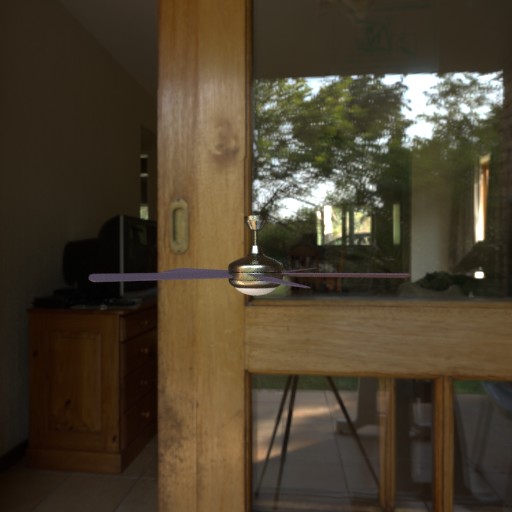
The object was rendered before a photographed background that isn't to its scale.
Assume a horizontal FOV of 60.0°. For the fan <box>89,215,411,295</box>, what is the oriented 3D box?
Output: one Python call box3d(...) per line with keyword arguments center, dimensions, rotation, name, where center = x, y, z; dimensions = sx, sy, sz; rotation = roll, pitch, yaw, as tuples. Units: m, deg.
box3d(center=(0.000, 0.000, 2.002), dimensions=(1.321, 0.356, 1.321), rotation=(0, 0, 1), name="fan")
